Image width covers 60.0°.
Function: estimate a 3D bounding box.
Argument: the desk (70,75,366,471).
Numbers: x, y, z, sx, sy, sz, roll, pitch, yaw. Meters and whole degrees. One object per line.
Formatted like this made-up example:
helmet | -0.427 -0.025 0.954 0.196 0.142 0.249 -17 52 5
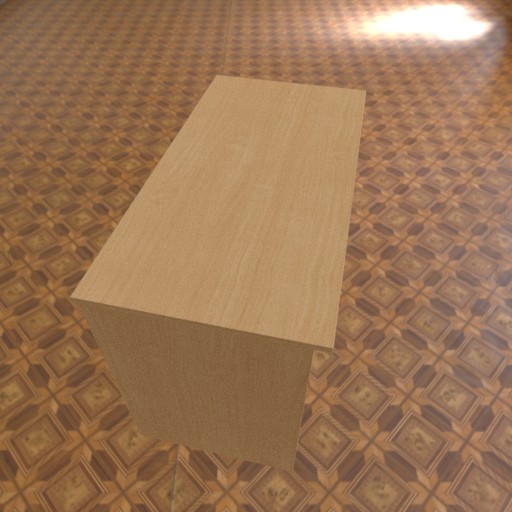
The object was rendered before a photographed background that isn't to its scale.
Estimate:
desk | 0.000 0.000 1.533 0.560 0.735 1.097 9 47 9
